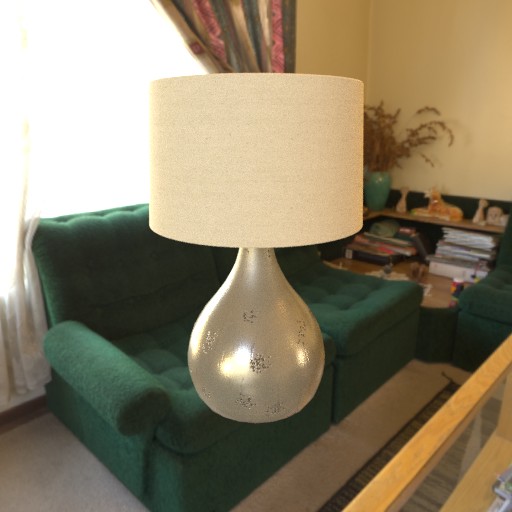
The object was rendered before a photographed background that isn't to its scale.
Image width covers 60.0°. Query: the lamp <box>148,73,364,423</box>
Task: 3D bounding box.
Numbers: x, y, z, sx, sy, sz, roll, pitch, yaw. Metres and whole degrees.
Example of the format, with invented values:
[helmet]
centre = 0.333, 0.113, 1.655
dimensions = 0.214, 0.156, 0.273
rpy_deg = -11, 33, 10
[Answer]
[lamp]
centre = 0.000, 0.000, 0.721
dimensions = 0.330, 0.521, 0.330
rpy_deg = 0, 16, 0
